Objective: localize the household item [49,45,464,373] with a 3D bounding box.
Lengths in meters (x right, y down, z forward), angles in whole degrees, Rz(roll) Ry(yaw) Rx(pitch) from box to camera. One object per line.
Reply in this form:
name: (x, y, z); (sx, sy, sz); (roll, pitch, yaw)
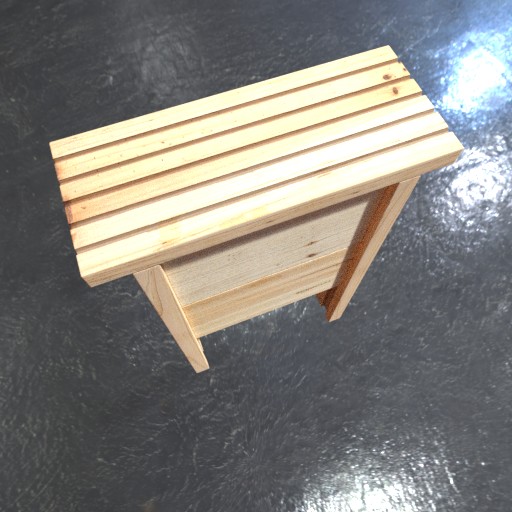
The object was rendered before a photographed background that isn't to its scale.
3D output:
household item: (0.000, 0.000, 0.530); (0.301, 0.407, 0.123); (-19, 66, -9)
